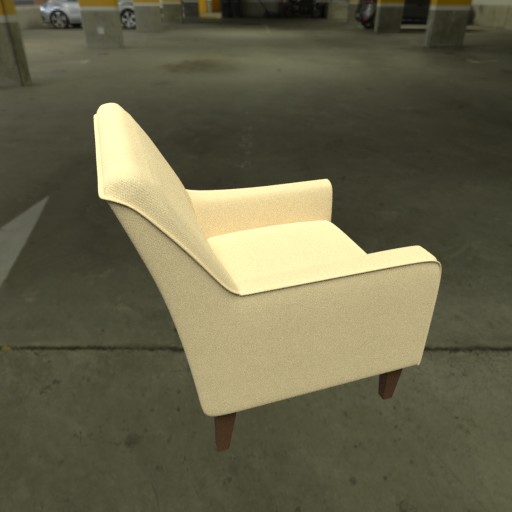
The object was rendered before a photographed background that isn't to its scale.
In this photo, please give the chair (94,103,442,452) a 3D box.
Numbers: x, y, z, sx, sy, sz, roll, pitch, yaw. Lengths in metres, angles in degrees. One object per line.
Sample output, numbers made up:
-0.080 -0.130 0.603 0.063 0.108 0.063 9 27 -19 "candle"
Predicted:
0.000 0.000 1.514 0.899 0.919 0.780 -9 32 -16 "chair"
